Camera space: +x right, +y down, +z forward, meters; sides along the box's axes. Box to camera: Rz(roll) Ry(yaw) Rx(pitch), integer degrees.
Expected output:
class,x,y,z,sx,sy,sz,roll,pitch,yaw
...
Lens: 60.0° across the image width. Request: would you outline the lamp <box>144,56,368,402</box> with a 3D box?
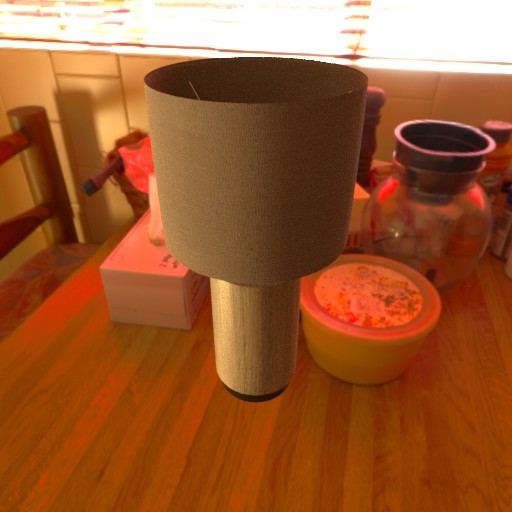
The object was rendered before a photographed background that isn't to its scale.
class,x,y,z,sx,sy,sz,roll,pitch,yaw
lamp,0.000,0.000,0.577,0.228,0.444,0.228,-9,34,-14
